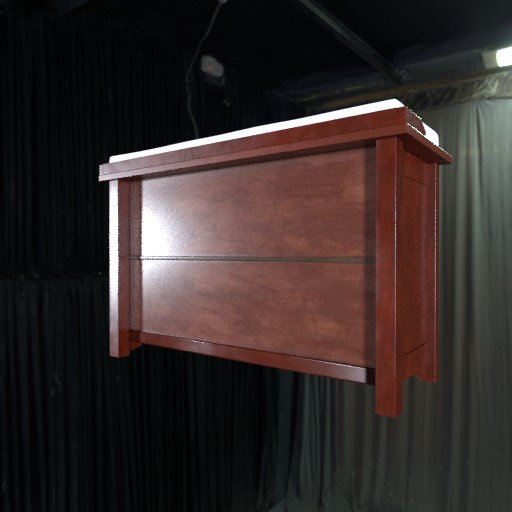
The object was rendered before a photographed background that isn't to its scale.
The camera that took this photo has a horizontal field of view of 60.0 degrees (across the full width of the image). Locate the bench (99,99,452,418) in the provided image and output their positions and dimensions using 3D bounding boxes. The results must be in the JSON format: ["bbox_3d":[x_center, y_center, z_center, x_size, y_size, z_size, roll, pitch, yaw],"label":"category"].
[{"bbox_3d":[0.000,0.000,1.293,0.987,0.646,0.369,0,1,36],"label":"bench"}]
